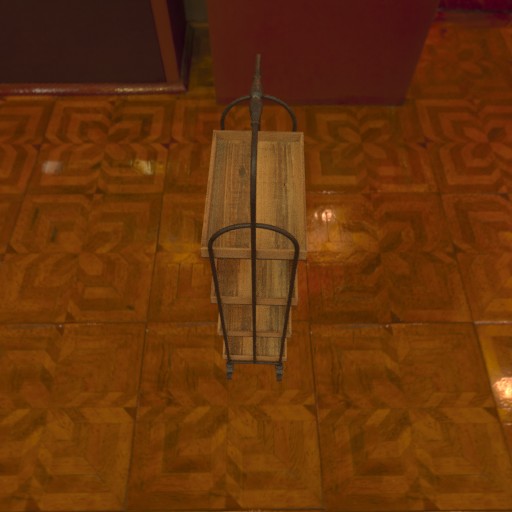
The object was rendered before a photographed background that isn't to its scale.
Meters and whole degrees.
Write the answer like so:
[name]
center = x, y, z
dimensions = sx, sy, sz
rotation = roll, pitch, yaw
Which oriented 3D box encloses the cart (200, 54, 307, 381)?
[cart]
center = 0.000, 0.000, 1.716
dimensions = 0.308, 1.481, 0.581
rotation = 2, 59, 1
